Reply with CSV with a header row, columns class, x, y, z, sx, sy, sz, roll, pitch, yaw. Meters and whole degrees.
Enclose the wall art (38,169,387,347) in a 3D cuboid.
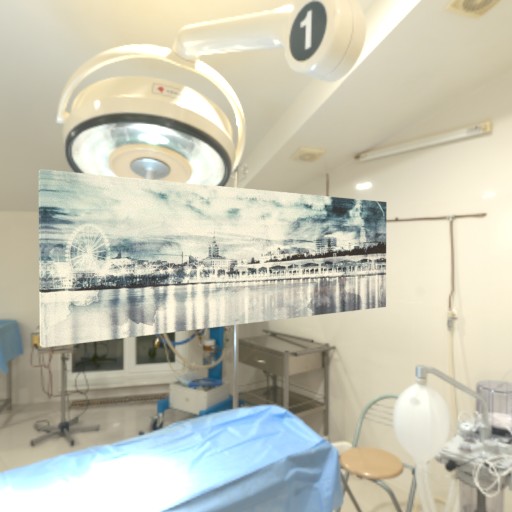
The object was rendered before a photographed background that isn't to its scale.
class,x,y,z,sx,sy,sz,roll,pitch,yaw
wall art,0.000,0.000,1.717,1.524,0.509,0.037,-1,1,-35
